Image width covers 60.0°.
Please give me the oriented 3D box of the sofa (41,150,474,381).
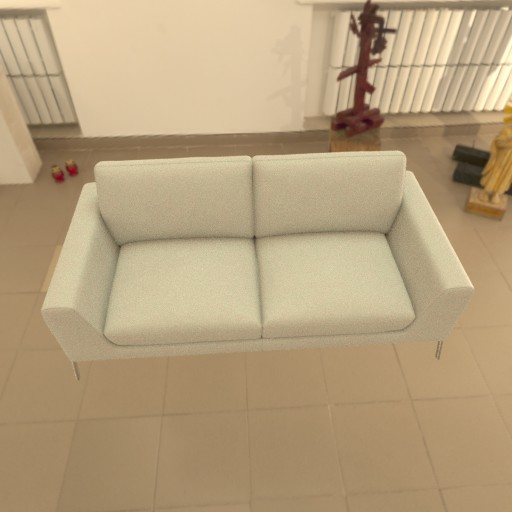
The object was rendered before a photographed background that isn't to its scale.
[{"bbox_3d":[0.000,0.000,2.462,2.017,0.875,0.953,-3,46,-3],"label":"sofa"}]
